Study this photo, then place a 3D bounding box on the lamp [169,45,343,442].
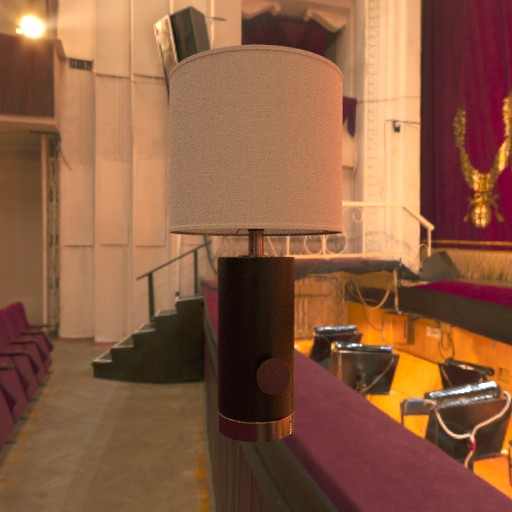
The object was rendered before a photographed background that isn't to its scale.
[{"bbox_3d":[0.000,0.000,0.625,0.241,0.482,0.240,0,0,-17],"label":"lamp"}]
